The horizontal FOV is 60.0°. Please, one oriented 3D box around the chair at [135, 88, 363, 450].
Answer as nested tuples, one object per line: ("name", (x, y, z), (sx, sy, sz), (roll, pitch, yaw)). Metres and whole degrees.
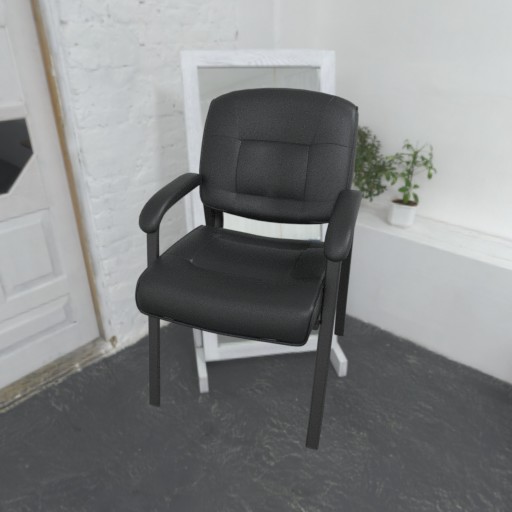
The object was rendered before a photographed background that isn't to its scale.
("chair", (0.000, 0.000, 1.370), (0.591, 0.910, 0.668), (9, 29, 16))
